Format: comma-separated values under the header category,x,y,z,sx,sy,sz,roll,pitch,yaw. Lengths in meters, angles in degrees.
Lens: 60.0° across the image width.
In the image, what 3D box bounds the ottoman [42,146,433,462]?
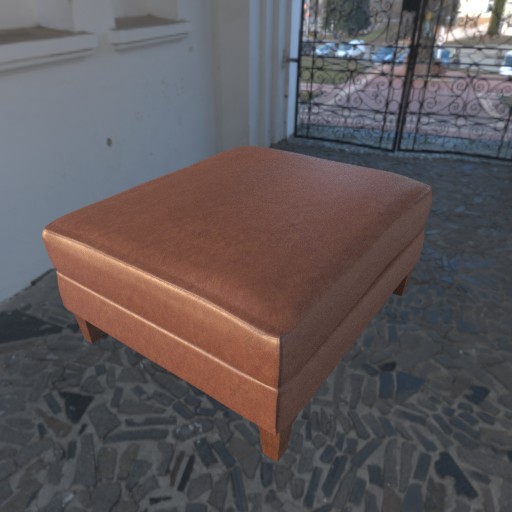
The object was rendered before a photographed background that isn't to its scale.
category,x,y,z,sx,sy,sz,roll,pitch,yaw
ottoman,0.000,0.000,1.468,0.836,0.472,0.987,20,36,30
